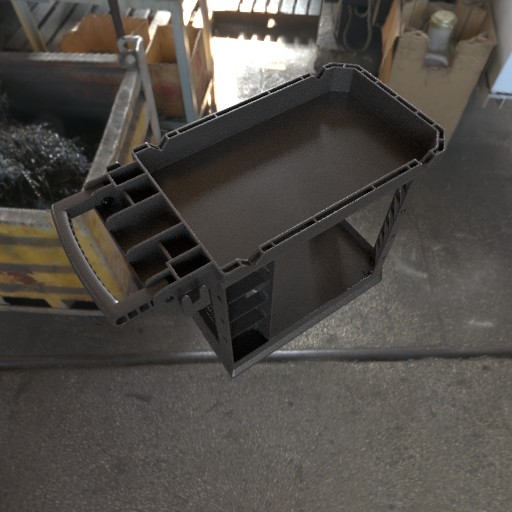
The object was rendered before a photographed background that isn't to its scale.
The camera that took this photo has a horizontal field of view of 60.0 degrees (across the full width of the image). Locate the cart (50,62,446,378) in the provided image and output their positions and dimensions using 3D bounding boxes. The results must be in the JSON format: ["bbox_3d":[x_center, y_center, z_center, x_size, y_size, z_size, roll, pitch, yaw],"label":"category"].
[{"bbox_3d":[0.000,0.000,1.561,1.061,0.884,0.497,-30,61,-18],"label":"cart"}]
